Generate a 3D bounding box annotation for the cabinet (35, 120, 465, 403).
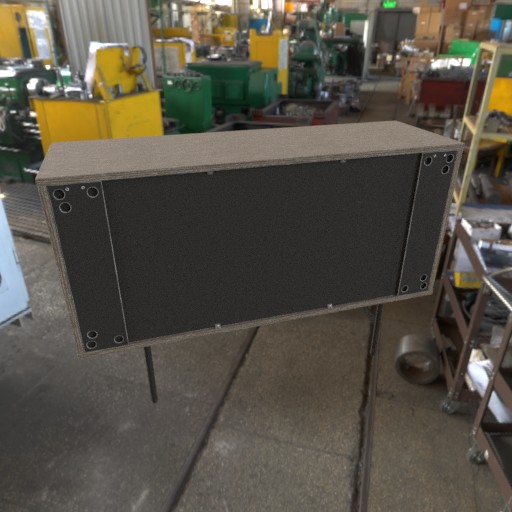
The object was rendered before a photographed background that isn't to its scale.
[{"bbox_3d":[0.000,0.000,1.535,1.194,0.787,0.405,-8,29,-15],"label":"cabinet"}]
